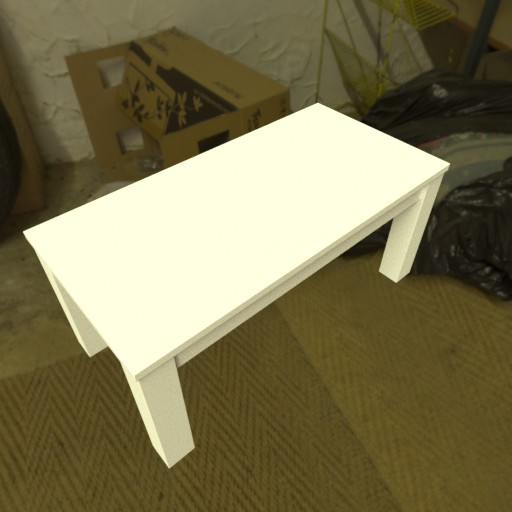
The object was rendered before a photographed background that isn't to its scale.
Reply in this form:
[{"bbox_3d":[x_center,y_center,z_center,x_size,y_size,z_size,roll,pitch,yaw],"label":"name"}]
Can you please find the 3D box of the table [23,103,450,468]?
[{"bbox_3d":[0.000,0.000,2.309,1.800,0.790,0.900,-32,52,-28],"label":"table"}]
